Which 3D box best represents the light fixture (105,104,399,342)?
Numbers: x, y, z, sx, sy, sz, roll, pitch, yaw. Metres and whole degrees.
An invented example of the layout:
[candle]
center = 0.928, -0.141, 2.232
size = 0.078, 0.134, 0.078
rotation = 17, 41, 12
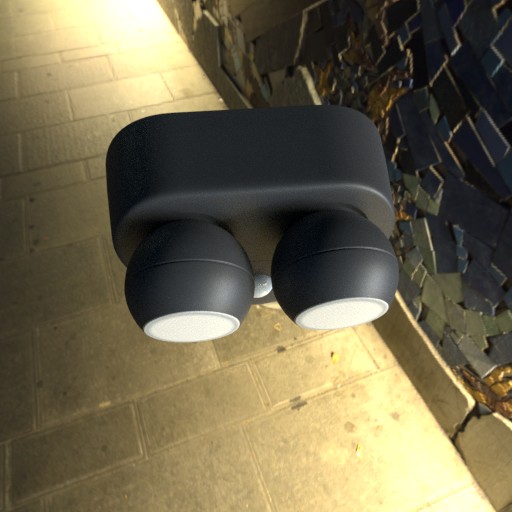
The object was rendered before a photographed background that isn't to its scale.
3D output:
[light fixture]
center = 0.000, 0.000, 0.338
size = 0.229, 0.159, 0.159
rotation = -4, 49, -4
